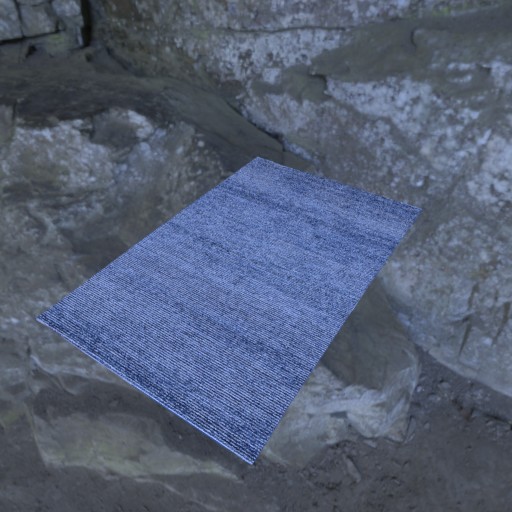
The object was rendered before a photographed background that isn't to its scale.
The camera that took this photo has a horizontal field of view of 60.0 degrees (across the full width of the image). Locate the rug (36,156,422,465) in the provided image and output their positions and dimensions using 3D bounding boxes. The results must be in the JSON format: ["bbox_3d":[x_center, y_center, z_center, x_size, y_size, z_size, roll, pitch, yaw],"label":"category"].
[{"bbox_3d":[0.000,0.000,2.281,1.159,0.025,1.793,24,46,25],"label":"rug"}]
